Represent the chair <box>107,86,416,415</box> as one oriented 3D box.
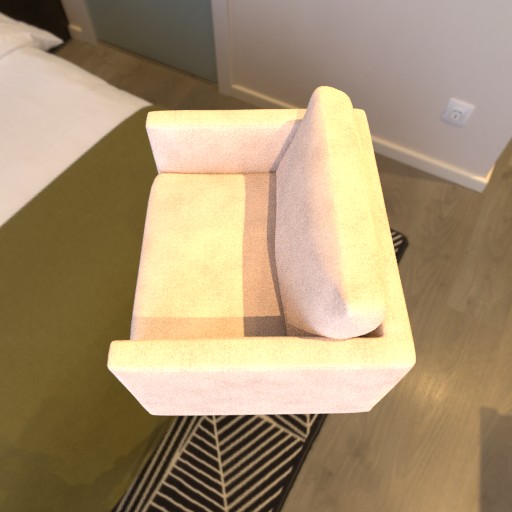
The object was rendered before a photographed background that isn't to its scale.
[{"bbox_3d":[0.000,0.000,1.817,0.959,0.961,1.133,-1,59,0],"label":"chair"}]
